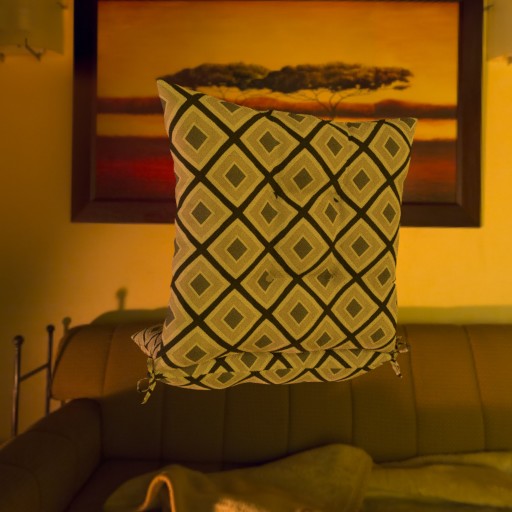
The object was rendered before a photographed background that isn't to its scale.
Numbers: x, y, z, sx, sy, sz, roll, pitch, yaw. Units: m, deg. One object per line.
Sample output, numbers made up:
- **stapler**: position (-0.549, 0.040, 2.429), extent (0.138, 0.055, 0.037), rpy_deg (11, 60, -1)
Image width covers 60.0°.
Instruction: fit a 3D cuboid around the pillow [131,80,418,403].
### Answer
- **pillow**: position (0.000, 0.000, 1.003), extent (0.541, 0.536, 0.585), rpy_deg (1, -2, -20)
